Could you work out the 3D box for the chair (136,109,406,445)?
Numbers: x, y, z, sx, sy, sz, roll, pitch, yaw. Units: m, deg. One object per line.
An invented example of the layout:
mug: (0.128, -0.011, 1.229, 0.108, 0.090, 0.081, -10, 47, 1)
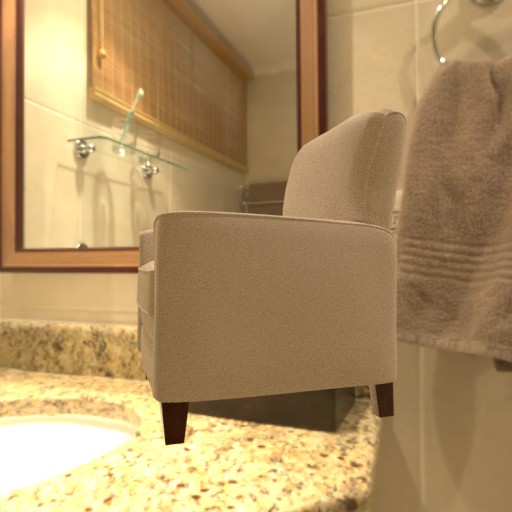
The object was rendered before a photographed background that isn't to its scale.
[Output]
chair: (0.000, 0.000, 1.666, 0.858, 1.028, 0.841, 0, -1, -18)
